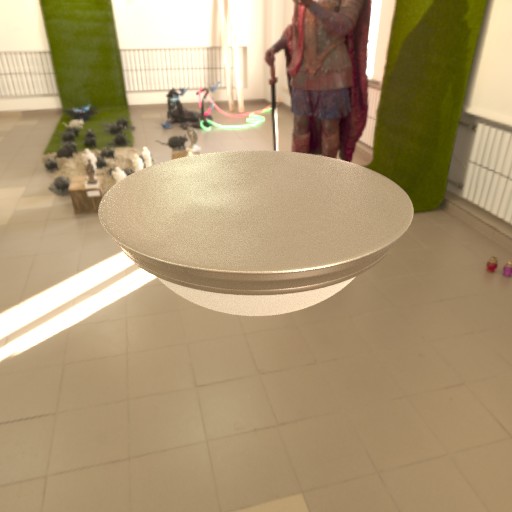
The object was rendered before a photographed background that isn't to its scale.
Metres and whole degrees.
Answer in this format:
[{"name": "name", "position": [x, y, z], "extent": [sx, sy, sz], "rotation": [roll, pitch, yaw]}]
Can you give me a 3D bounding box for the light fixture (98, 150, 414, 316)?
[{"name": "light fixture", "position": [0.000, 0.000, 0.445], "extent": [0.280, 0.135, 0.280], "rotation": [0, 30, 0]}]
